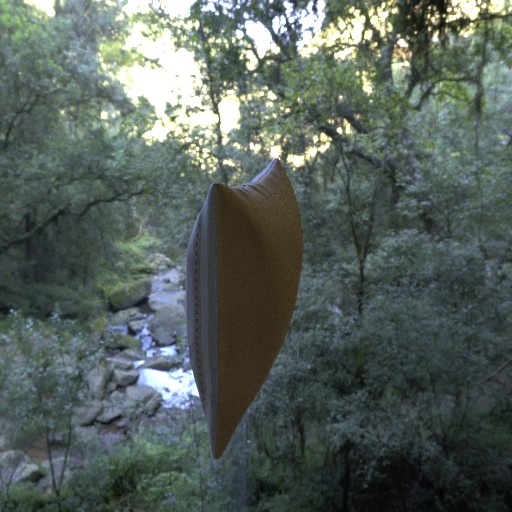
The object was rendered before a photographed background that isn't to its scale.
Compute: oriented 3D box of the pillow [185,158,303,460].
[{"bbox_3d":[0.000,0.000,0.724,0.151,0.291,0.608,2,15,8],"label":"pillow"}]
